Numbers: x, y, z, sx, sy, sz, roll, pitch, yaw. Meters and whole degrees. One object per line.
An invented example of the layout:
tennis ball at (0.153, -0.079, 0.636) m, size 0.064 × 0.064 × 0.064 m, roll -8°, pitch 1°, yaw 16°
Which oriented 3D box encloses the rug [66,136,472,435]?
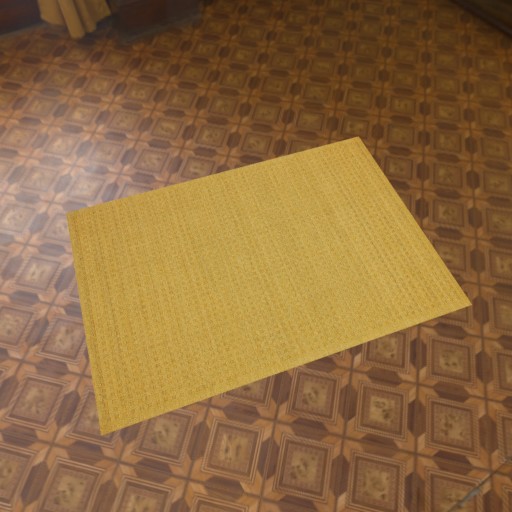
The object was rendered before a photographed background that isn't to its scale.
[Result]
rug at (0.000, 0.000, 3.719) m, size 2.895 × 0.006 × 1.981 m, roll -17°, pitch 60°, yaw -10°
